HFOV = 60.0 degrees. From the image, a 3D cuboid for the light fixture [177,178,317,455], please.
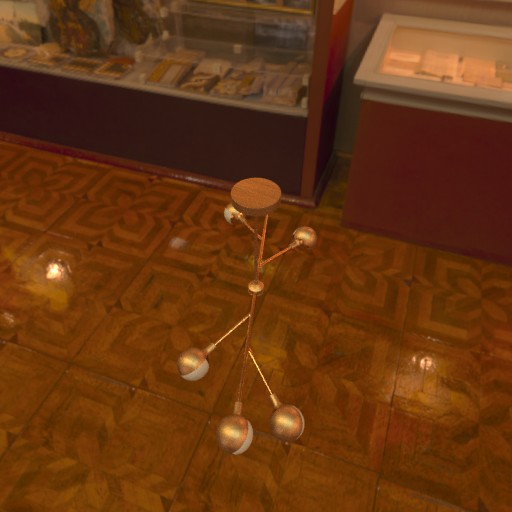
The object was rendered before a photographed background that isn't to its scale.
[{"bbox_3d":[0.000,0.000,1.019,0.434,0.362,0.778,16,47,15],"label":"light fixture"}]
